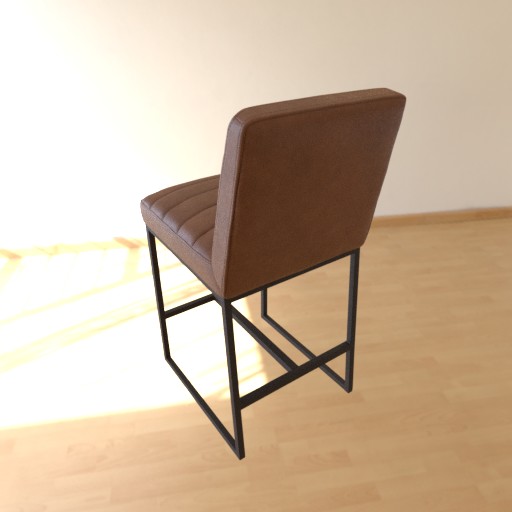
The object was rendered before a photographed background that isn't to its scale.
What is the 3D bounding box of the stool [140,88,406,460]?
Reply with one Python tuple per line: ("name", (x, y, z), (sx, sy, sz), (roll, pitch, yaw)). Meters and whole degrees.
("stool", (0.000, 0.000, 1.263), (0.458, 0.940, 0.556), (-19, 35, -30))
